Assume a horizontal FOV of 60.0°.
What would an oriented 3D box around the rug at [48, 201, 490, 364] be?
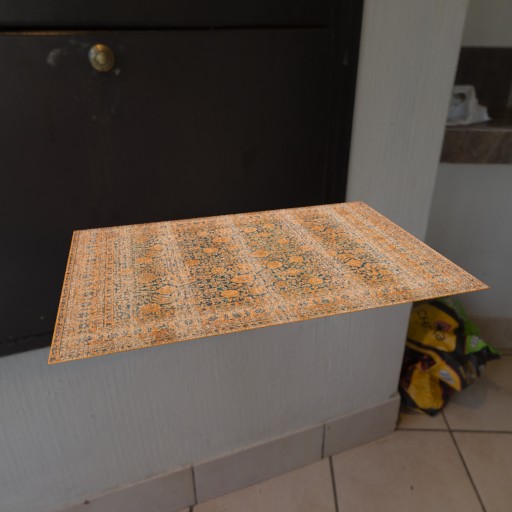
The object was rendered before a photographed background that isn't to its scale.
[{"bbox_3d":[0.000,0.000,2.884,2.336,0.007,1.525,-7,27,-14],"label":"rug"}]
